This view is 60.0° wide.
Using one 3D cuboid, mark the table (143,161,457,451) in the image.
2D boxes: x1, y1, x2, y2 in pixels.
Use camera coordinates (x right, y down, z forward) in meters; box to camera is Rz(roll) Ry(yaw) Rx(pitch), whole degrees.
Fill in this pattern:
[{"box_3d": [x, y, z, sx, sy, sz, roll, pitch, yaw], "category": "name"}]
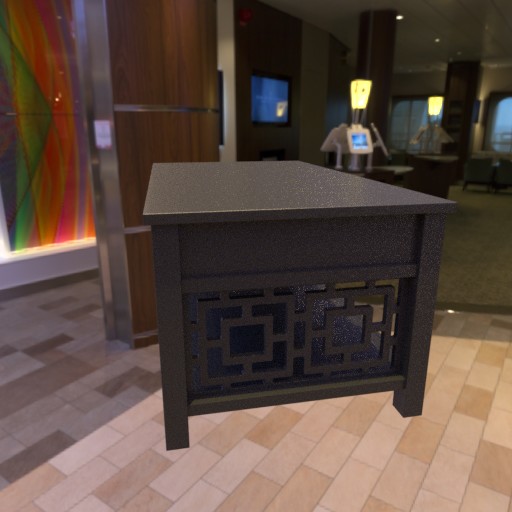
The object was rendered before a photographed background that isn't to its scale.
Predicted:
[{"box_3d": [0.000, 0.000, 1.381, 0.612, 0.493, 1.068, -3, 17, -11], "category": "table"}]
